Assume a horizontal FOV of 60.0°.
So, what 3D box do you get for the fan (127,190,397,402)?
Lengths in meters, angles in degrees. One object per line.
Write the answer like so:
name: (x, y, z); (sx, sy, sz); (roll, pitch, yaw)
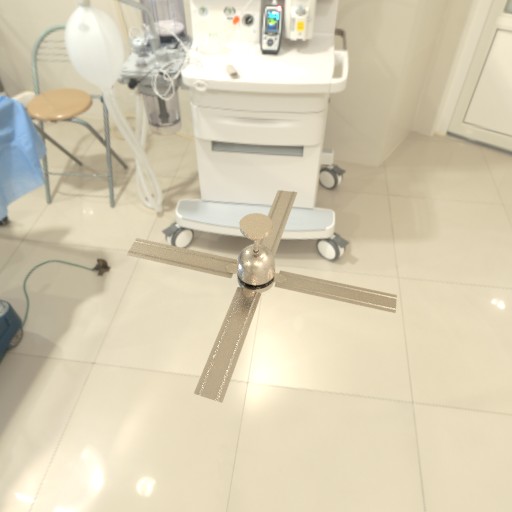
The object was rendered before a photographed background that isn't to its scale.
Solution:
fan: (0.000, 0.000, 2.079); (1.346, 0.406, 1.346); (11, 47, 10)
